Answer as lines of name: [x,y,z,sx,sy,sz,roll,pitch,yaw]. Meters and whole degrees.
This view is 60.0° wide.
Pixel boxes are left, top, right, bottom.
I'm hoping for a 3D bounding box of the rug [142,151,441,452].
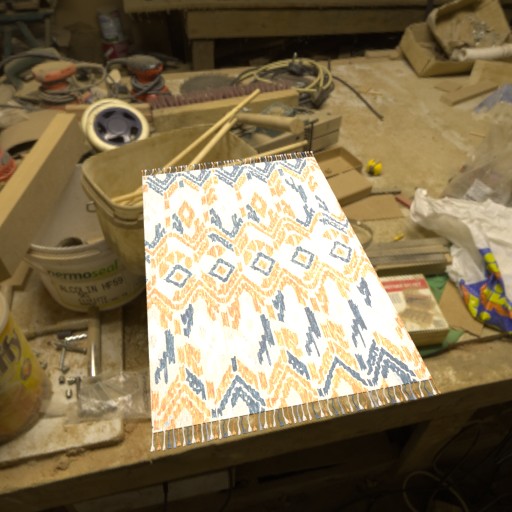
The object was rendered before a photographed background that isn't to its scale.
rug: [0.000,0.000,3.082,1.533,0.010,2.428,-8,46,-8]
